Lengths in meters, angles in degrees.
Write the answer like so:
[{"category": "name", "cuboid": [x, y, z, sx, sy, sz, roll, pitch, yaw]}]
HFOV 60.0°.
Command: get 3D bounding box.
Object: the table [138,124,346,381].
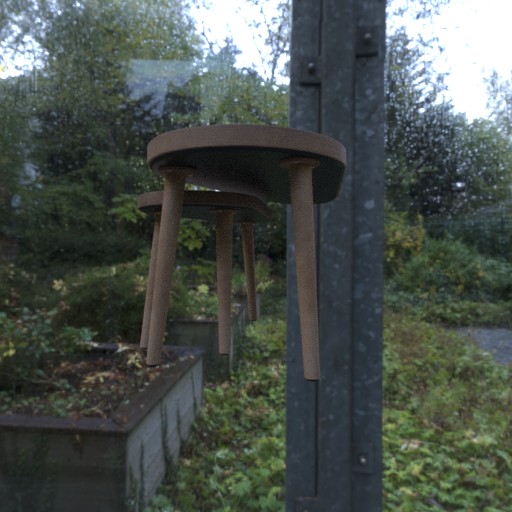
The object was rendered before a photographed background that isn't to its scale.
[{"category": "table", "cuboid": [0.000, 0.000, 1.590, 0.701, 0.595, 1.190, 0, 0, 18]}]
